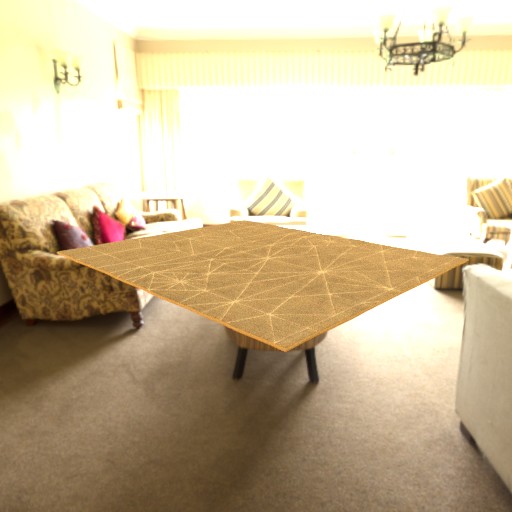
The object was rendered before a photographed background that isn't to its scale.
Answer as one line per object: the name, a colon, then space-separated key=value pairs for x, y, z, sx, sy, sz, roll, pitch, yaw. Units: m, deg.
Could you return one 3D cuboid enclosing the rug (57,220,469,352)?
rug: x=0.000 y=0.000 z=0.900 sx=0.639 sy=0.006 sz=0.548 roll=14 pitch=20 yaw=43
